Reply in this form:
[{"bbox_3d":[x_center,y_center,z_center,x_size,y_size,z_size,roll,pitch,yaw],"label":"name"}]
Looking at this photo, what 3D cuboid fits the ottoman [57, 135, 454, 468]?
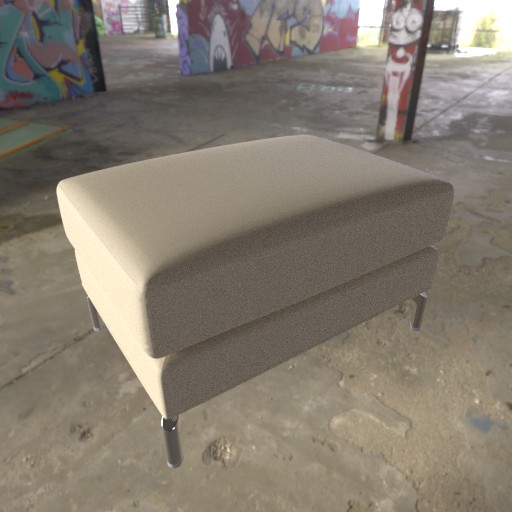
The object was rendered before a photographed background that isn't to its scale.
[{"bbox_3d":[0.000,0.000,1.194,0.835,0.497,0.581,-19,35,-29],"label":"ottoman"}]
